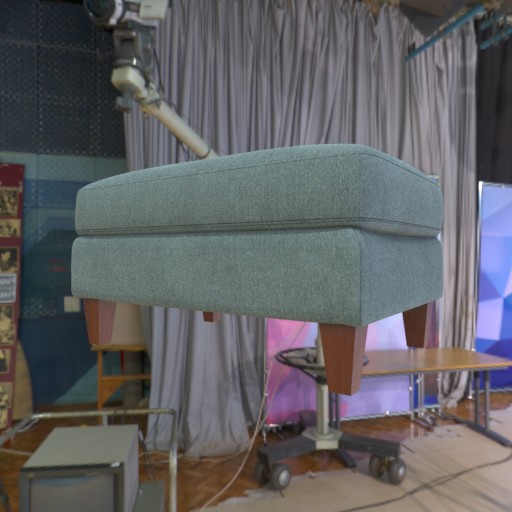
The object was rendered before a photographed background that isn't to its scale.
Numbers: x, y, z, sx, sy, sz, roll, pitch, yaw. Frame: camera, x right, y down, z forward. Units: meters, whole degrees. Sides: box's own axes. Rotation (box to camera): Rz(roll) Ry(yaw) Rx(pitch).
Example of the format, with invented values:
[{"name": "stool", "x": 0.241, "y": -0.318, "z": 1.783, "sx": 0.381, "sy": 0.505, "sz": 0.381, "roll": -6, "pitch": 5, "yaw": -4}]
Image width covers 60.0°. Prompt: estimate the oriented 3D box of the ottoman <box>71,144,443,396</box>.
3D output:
[{"name": "ottoman", "x": 0.000, "y": 0.000, "z": 1.205, "sx": 0.864, "sy": 0.483, "sz": 0.584, "roll": 0, "pitch": 1, "yaw": 35}]
